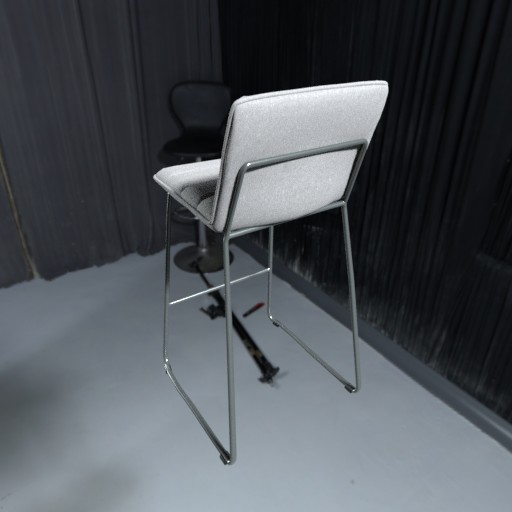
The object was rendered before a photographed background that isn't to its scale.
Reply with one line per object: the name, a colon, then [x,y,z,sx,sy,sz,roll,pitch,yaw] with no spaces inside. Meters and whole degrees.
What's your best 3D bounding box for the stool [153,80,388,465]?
stool: [0.000,0.000,1.247,0.490,0.960,0.490,-18,34,-28]
